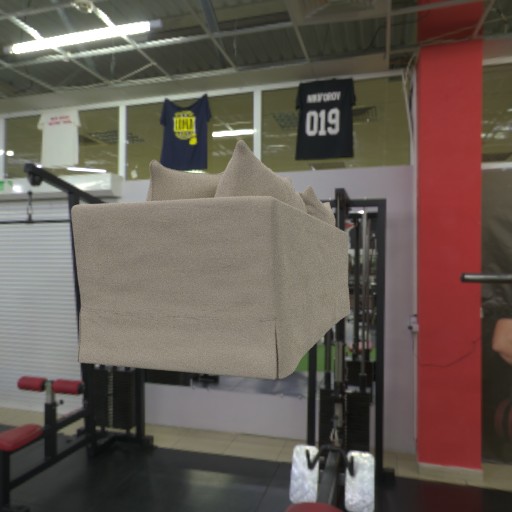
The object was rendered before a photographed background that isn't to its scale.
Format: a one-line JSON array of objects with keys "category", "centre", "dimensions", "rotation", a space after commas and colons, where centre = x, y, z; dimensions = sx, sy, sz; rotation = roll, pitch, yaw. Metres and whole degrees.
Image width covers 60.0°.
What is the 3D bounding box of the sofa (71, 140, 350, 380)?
[{"category": "sofa", "centre": [0.000, 0.000, 3.080], "dimensions": [1.046, 1.047, 2.499], "rotation": [0, -1, 18]}]
